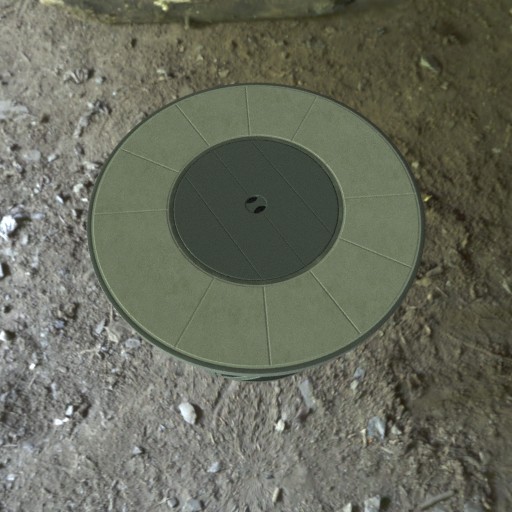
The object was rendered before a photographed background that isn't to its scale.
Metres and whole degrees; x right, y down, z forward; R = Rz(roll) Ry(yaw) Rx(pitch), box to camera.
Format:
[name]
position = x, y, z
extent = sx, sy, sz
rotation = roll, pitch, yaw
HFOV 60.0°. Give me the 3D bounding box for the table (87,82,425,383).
[table]
position = 0.000, 0.000, 1.505
extent = 0.914, 0.650, 0.914
rotation = 0, 64, 0
